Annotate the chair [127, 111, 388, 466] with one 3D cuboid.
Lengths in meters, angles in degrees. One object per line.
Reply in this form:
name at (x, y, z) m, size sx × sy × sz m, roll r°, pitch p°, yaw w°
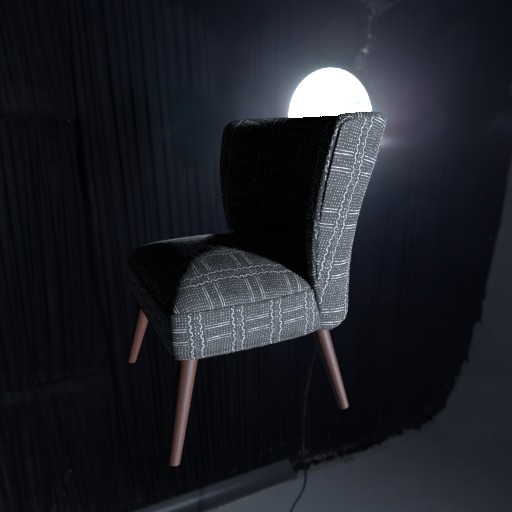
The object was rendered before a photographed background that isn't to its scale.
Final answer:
chair at (0.000, 0.000, 1.399) m, size 0.758 × 0.866 × 0.710 m, roll -7°, pitch 17°, yaw -24°
